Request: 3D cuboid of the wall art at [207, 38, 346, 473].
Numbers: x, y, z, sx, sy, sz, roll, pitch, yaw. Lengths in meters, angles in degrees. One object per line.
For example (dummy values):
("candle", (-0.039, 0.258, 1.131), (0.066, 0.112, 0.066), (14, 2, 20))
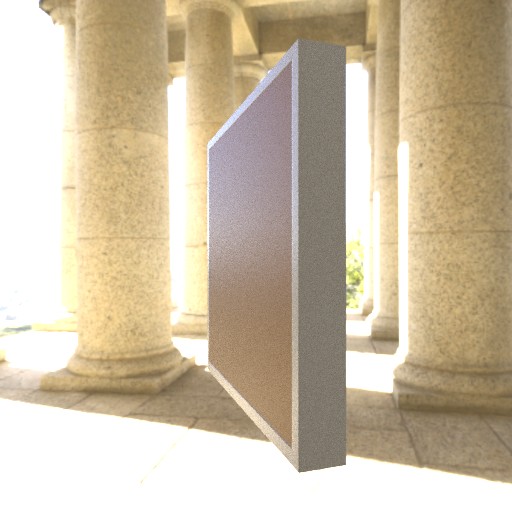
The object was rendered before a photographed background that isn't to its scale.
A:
("wall art", (0.000, 0.000, 0.460), (0.038, 0.305, 0.305), (0, 0, -18))
